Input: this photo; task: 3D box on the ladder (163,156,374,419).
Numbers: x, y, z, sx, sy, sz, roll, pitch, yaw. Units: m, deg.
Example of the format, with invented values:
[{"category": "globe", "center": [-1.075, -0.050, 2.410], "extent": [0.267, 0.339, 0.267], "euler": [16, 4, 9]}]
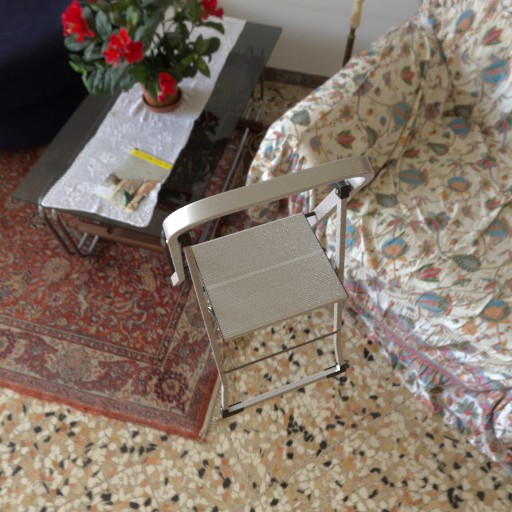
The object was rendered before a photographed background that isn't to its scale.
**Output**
[{"category": "ladder", "center": [0.000, 0.000, 1.147], "extent": [0.465, 0.830, 0.530], "euler": [-18, 60, -11]}]
